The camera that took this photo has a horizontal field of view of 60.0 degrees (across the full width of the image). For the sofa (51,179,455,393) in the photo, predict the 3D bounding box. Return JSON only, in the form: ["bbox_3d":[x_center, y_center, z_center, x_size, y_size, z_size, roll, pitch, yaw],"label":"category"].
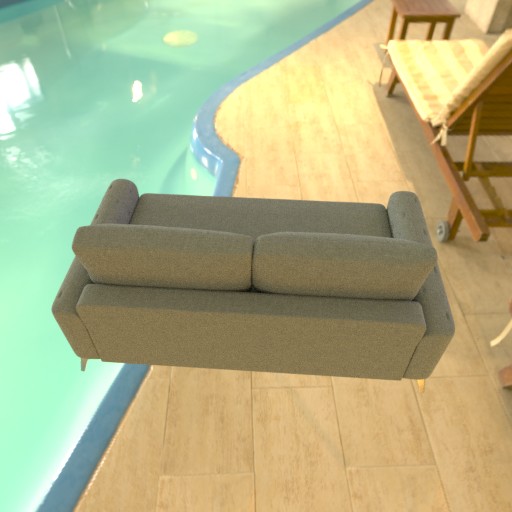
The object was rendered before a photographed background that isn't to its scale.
[{"bbox_3d":[0.000,0.000,2.121,1.650,0.790,0.920,3,47,3],"label":"sofa"}]
